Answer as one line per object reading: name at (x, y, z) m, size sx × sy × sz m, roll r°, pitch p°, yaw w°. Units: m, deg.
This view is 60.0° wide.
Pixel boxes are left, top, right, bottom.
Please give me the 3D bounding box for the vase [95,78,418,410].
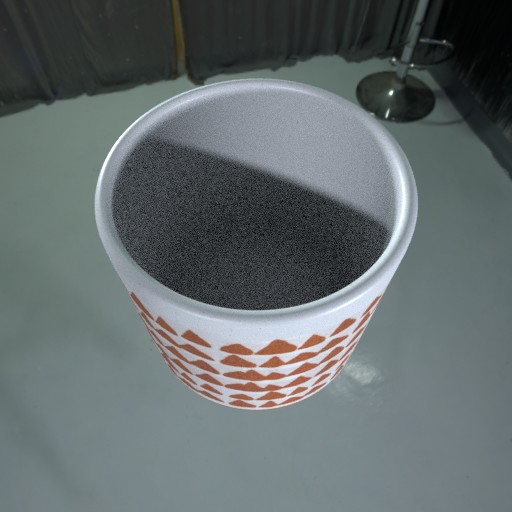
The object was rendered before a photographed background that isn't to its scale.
vase at (0.000, 0.000, 0.242) m, size 0.137 × 0.127 × 0.137 m, roll 0°, pitch 58°, yaw 0°
